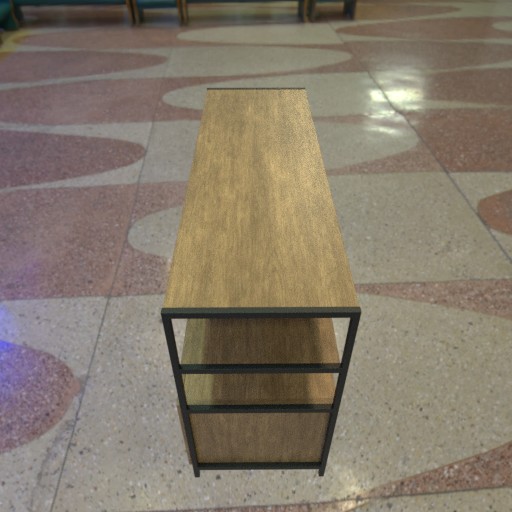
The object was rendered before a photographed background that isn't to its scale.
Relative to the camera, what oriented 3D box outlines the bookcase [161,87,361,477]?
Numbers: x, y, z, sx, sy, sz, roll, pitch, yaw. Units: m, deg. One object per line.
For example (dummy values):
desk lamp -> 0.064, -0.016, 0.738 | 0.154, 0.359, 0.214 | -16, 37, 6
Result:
bookcase -> 0.000, 0.000, 1.494 | 0.391, 0.712, 1.149 | 0, 41, 0
